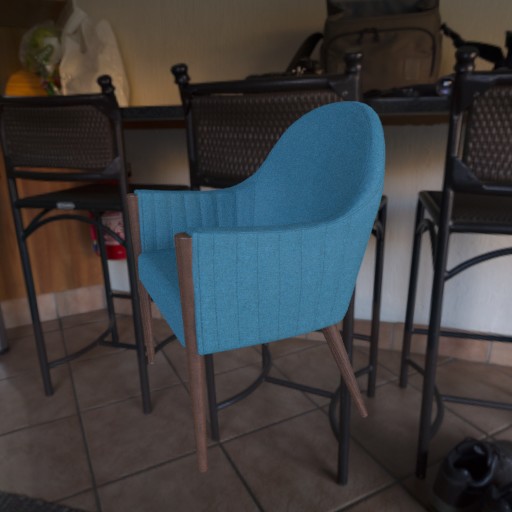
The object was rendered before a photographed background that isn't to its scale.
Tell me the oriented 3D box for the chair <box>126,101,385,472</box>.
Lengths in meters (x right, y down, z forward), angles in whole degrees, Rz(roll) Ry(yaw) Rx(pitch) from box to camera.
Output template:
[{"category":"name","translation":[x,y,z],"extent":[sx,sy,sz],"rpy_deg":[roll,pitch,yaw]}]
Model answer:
[{"category":"chair","translation":[0.000,0.000,1.362],"extent":[0.652,0.907,0.656],"rpy_deg":[-8,19,-24]}]
